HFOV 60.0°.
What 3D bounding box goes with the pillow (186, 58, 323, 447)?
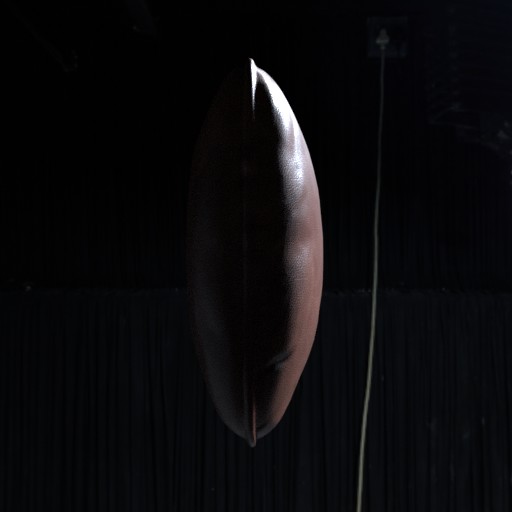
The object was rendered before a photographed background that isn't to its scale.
[{"bbox_3d":[0.000,0.000,0.826,0.236,0.523,0.532,0,-1,1],"label":"pillow"}]
